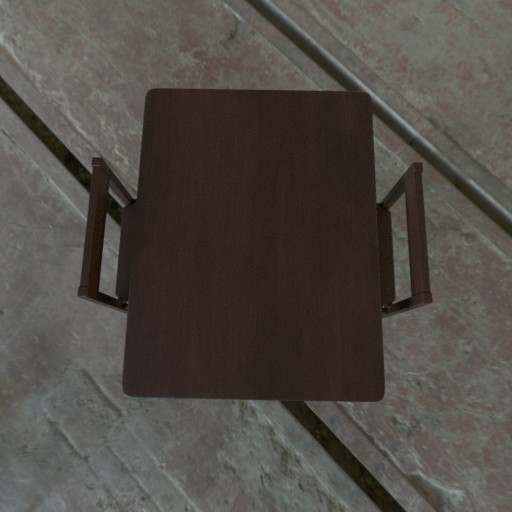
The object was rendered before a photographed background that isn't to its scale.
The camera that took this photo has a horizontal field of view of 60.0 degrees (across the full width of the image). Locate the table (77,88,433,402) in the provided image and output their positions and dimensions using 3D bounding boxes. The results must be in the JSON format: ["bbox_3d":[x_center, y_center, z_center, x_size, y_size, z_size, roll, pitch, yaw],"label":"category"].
[{"bbox_3d":[0.000,0.000,1.108,0.672,0.503,0.650,1,77,0],"label":"table"}]
